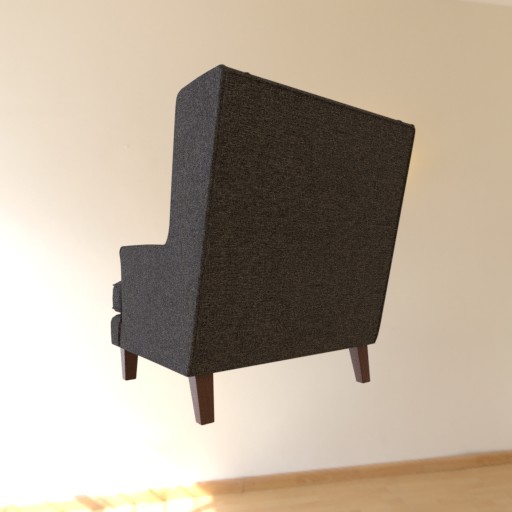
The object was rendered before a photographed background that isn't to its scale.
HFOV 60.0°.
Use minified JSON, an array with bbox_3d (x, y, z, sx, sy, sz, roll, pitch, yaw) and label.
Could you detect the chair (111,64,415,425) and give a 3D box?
[{"bbox_3d":[0.000,0.000,1.868,0.942,1.082,0.927,0,-1,-37],"label":"chair"}]
